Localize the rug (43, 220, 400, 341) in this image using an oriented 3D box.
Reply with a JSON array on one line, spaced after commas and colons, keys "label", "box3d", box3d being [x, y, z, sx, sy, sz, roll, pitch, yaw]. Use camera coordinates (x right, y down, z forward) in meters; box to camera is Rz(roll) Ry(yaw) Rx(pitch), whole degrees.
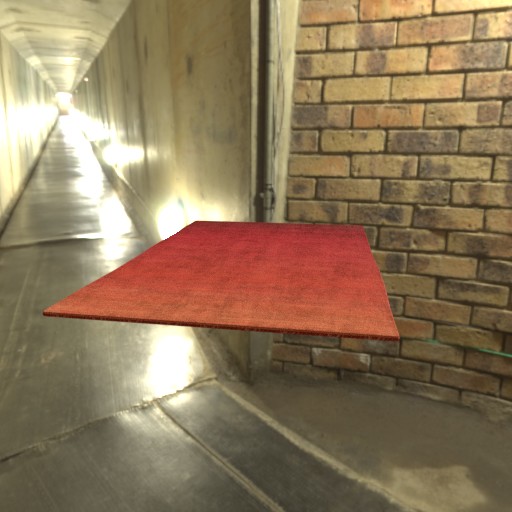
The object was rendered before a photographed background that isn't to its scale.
[{"label": "rug", "box3d": [0.000, 0.000, 2.334, 1.230, 0.018, 1.835, 2, 15, 9]}]
